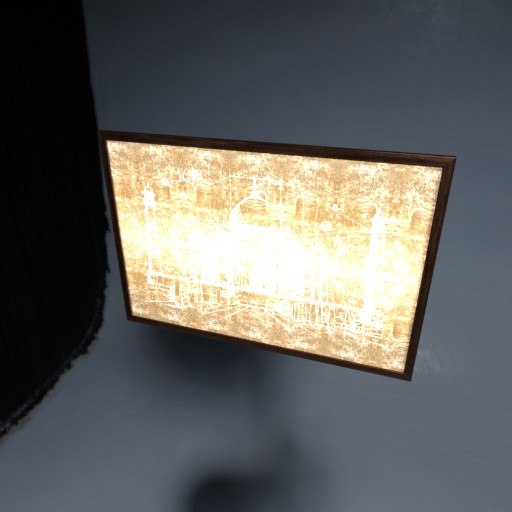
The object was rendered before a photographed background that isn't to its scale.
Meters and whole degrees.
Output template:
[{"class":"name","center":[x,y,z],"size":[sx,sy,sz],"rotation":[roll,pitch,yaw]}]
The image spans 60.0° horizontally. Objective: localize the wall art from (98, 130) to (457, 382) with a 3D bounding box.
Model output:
[{"class":"wall art","center":[0.000,0.000,1.097],"size":[0.816,0.559,0.014],"rotation":[9,28,17]}]
